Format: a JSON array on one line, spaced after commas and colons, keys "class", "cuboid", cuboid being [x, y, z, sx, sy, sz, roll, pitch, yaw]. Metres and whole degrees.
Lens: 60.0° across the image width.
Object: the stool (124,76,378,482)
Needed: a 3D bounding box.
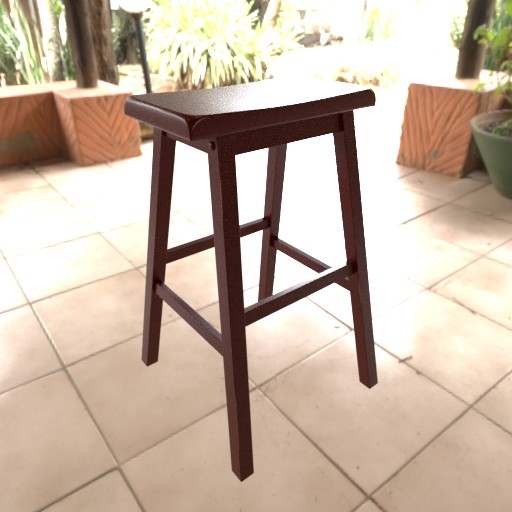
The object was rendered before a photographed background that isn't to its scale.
[{"class": "stool", "cuboid": [0.000, 0.000, 1.047, 0.457, 0.737, 0.476, -21, 36, -33]}]
